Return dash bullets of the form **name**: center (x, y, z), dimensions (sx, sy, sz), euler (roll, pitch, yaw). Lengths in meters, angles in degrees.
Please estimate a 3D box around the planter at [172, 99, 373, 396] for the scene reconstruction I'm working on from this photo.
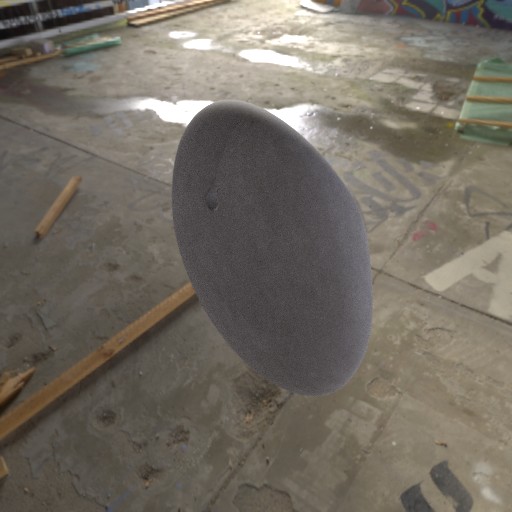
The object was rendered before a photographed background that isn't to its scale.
- **planter**: center (0.000, 0.000, 0.280), dimensions (0.071, 0.188, 0.185), euler (-24, 45, -26)
